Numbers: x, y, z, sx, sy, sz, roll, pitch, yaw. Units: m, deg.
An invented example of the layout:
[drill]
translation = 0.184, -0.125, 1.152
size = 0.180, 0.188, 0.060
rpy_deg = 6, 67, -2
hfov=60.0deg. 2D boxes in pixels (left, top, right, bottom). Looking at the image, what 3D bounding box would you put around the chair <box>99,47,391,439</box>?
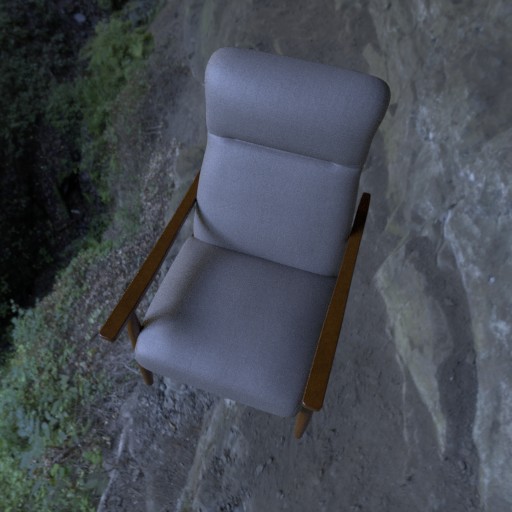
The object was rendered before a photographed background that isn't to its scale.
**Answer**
[chair]
translation = 0.000, 0.000, 1.735
size = 0.762, 1.082, 1.032
rpy_deg = 16, 59, 10
